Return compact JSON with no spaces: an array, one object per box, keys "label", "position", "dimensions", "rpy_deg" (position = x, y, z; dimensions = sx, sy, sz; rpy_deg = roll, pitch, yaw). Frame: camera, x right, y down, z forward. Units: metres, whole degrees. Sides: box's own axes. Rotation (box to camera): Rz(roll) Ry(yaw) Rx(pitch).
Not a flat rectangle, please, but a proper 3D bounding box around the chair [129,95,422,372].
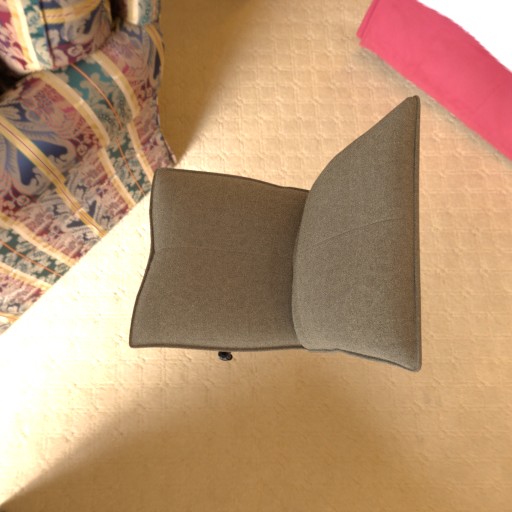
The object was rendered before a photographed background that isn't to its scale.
[{"label":"chair","position":[0.000,0.000,1.285],"dimensions":[0.696,0.811,0.597],"rpy_deg":[5,75,1]}]
